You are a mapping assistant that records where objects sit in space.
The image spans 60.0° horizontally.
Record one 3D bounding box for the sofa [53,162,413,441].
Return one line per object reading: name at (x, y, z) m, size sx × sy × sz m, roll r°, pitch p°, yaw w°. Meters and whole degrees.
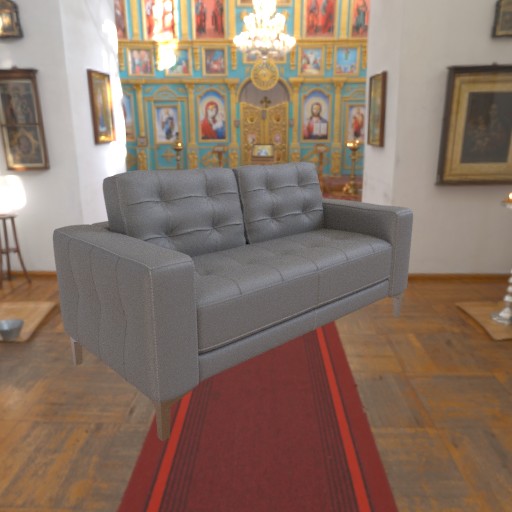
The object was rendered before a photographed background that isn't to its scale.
sofa at (0.000, 0.000, 2.254) m, size 1.726 × 0.892 × 0.833 m, roll -14°, pitch 20°, yaw -42°
